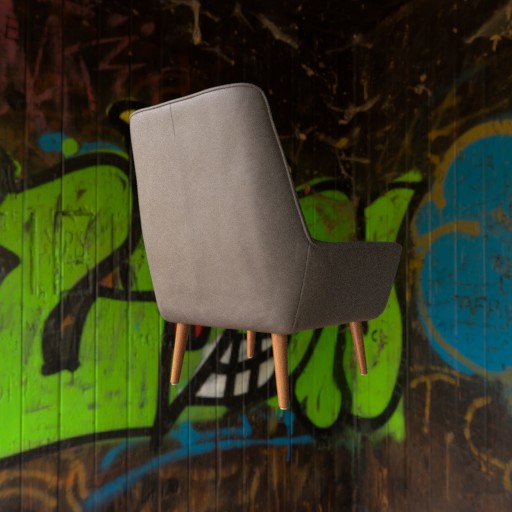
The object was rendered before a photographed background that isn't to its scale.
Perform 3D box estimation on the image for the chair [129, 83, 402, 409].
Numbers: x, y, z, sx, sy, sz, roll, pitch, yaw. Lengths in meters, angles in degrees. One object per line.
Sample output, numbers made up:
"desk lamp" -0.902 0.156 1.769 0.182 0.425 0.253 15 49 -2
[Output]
"chair" 0.000 0.000 1.552 0.787 0.888 0.822 -1 -1 35
